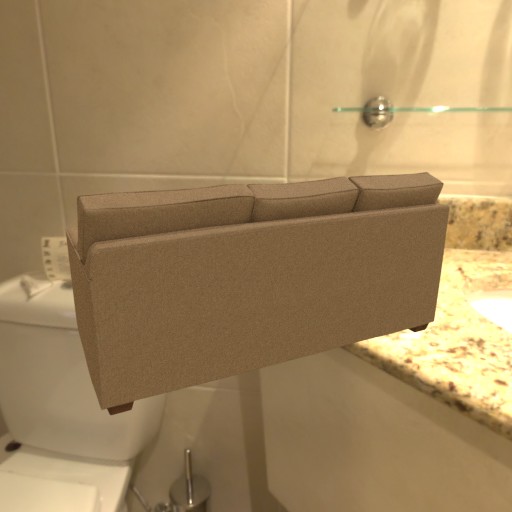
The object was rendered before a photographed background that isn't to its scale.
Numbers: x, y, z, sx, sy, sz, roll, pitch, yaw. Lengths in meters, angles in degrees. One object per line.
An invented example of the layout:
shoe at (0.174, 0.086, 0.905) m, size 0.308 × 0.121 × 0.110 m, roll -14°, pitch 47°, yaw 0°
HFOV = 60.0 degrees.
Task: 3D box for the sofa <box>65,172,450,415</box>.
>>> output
sofa at (0.000, 0.000, 2.580) m, size 1.963 × 0.946 × 1.034 m, roll -8°, pitch 18°, yaw -26°
